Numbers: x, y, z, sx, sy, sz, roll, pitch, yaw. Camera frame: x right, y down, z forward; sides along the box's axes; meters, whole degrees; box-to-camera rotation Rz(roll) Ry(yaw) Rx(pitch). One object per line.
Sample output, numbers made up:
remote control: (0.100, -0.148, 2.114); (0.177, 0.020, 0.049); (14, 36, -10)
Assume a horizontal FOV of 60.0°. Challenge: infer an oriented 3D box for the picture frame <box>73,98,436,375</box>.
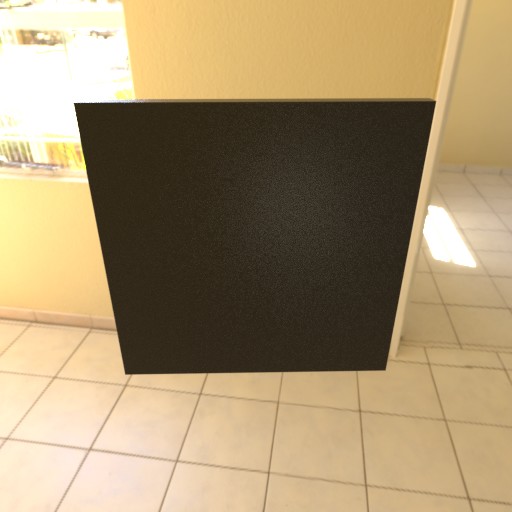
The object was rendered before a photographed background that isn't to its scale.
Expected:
picture frame: (0.000, 0.000, 0.828); (0.559, 0.557, 0.029); (-1, 29, -1)
